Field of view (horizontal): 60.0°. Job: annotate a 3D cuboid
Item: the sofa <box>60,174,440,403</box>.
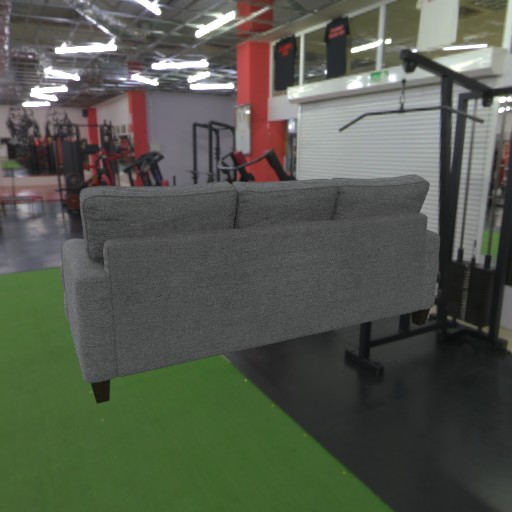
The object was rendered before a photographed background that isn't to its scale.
[{"bbox_3d":[0.000,0.000,2.708,2.158,0.965,0.951,-7,15,-26],"label":"sofa"}]
